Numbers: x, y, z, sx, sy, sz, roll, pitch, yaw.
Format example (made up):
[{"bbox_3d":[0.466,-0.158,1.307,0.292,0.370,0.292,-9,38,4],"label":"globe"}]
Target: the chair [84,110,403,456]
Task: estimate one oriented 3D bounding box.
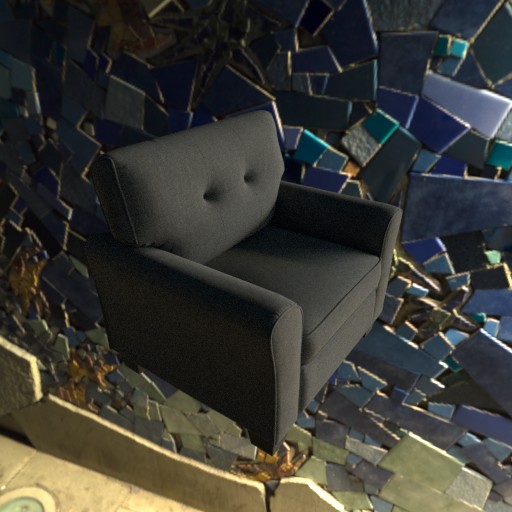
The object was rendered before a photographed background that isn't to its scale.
[{"bbox_3d":[0.000,0.000,1.677,0.816,0.890,0.941,19,34,31],"label":"chair"}]
